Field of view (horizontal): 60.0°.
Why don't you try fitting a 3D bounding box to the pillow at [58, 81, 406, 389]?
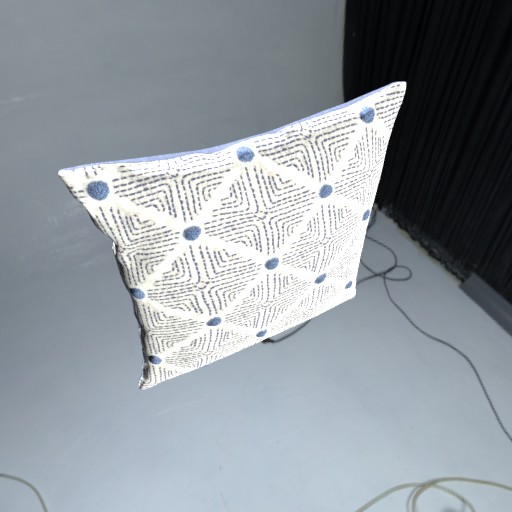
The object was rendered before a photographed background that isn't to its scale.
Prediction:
[{"bbox_3d":[0.000,0.000,0.761,0.510,0.510,0.145,-20,49,-19],"label":"pillow"}]
